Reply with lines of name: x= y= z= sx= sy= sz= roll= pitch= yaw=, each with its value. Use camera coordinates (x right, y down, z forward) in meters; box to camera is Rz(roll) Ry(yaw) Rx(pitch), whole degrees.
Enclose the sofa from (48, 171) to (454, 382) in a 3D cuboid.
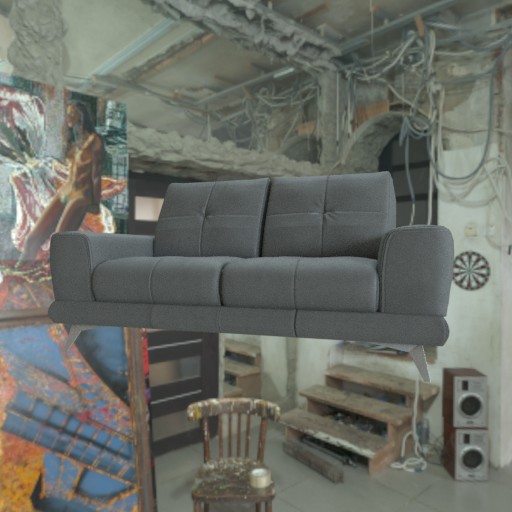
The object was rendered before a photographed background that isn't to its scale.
sofa: x=0.000 y=0.000 z=2.294 sx=1.806 sy=0.907 sz=1.018 roll=0 pitch=0 yaw=18
